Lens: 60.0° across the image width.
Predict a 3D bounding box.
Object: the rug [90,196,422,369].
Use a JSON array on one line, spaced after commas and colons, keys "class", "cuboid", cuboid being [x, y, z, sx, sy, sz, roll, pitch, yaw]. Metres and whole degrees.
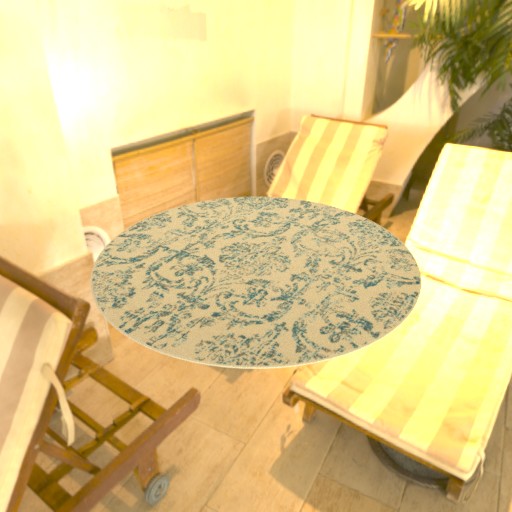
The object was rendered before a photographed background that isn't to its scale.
[{"class": "rug", "cuboid": [0.000, 0.000, 2.240, 1.593, 0.012, 1.593, 0, 29, 0]}]
